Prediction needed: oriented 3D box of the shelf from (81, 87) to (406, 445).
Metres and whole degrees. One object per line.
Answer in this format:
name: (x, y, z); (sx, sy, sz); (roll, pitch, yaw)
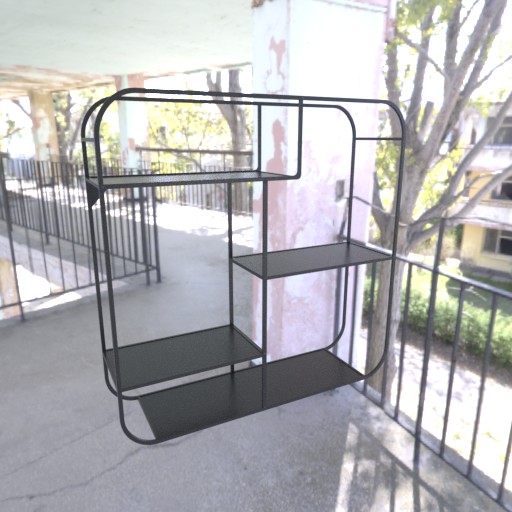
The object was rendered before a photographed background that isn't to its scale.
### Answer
shelf: (0.000, 0.000, 0.891); (0.600, 0.600, 0.160); (-8, 17, -26)
